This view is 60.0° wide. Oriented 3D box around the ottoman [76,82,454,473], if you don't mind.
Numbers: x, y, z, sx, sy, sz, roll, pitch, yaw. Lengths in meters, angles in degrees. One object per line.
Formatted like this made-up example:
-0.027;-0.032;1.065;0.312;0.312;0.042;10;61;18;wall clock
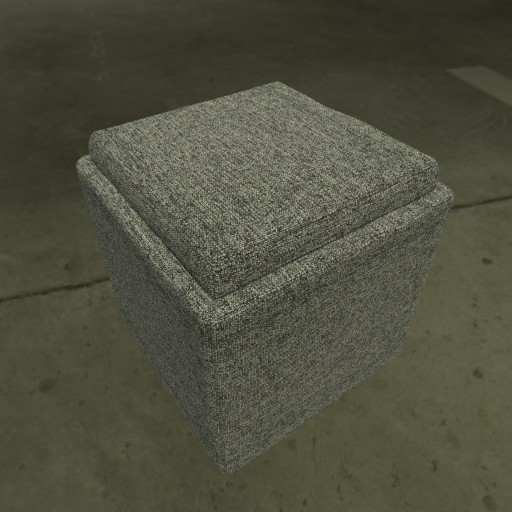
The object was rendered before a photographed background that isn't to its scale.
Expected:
0.000;0.000;0.818;0.450;0.463;0.450;-25;48;-26;ottoman
